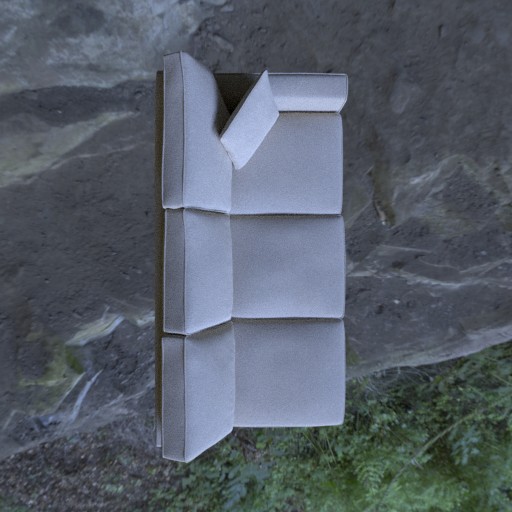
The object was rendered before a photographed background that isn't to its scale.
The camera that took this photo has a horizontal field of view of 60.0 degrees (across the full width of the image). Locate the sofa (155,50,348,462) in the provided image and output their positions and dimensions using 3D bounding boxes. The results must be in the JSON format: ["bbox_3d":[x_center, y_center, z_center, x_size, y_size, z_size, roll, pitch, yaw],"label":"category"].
[{"bbox_3d":[0.000,0.000,2.529,1.034,0.946,1.963,0,90,-1],"label":"sofa"}]
